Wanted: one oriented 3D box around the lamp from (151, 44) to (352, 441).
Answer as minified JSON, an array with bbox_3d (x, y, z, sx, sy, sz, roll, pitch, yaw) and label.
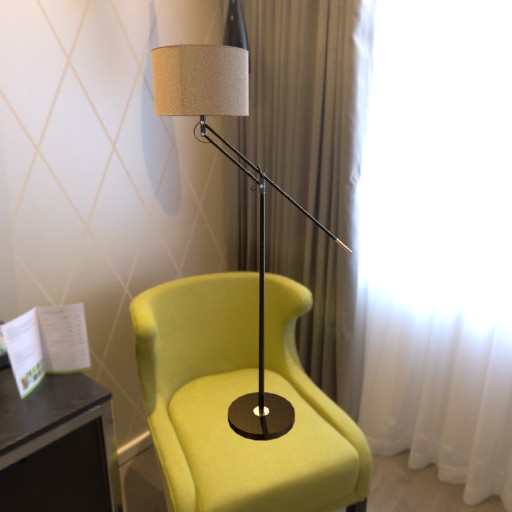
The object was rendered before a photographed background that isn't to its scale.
[{"bbox_3d":[0.000,0.000,1.912,0.809,1.635,0.373,3,17,10],"label":"lamp"}]
